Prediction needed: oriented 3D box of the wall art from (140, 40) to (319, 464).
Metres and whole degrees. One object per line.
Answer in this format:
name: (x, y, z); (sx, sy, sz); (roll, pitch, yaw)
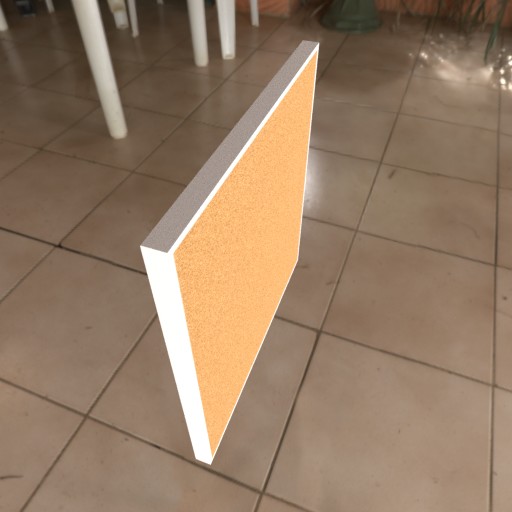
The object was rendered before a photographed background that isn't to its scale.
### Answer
wall art: (0.000, 0.000, 1.106); (0.041, 0.765, 0.768); (15, 48, 14)
